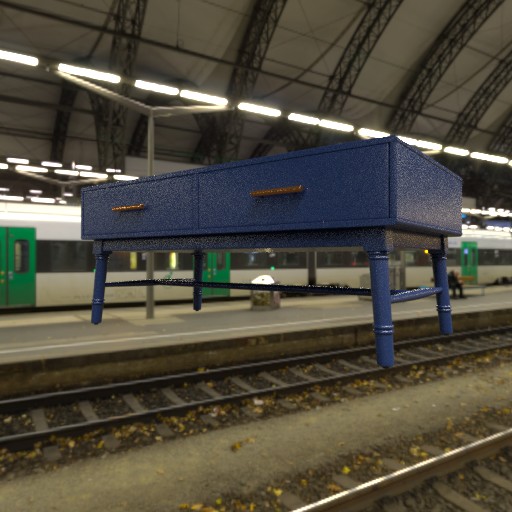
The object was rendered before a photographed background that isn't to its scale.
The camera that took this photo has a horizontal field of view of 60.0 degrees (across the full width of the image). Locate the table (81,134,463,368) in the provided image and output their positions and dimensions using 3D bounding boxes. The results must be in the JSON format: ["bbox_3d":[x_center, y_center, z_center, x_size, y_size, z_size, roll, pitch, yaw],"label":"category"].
[{"bbox_3d":[0.000,0.000,1.373,1.067,0.457,0.572,0,-1,37],"label":"table"}]
